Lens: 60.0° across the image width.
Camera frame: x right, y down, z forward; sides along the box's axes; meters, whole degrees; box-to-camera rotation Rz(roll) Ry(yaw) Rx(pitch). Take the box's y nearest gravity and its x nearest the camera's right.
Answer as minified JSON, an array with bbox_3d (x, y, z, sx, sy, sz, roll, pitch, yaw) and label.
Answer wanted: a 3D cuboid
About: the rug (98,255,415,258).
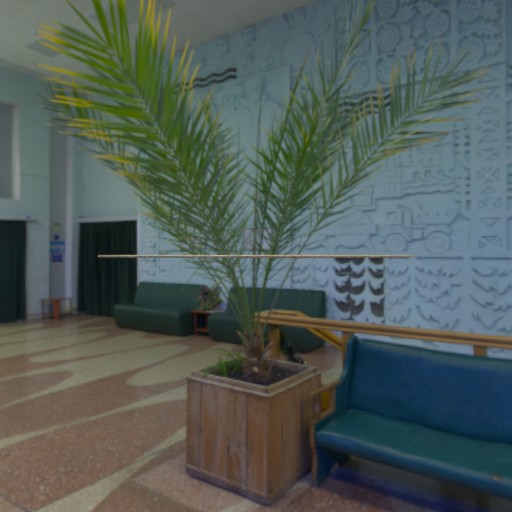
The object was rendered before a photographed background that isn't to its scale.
[{"bbox_3d":[0.000,0.000,3.632,2.444,0.015,2.444,0,0,0],"label":"rug"}]
